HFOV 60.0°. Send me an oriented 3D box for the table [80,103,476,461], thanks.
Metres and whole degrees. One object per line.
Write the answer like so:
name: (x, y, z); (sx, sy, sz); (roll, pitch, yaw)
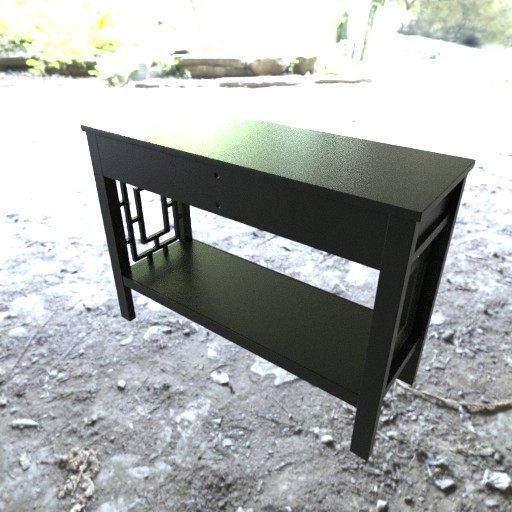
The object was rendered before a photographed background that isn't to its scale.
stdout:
table: (0.000, 0.000, 1.424); (1.068, 0.753, 0.397); (21, 37, 31)
